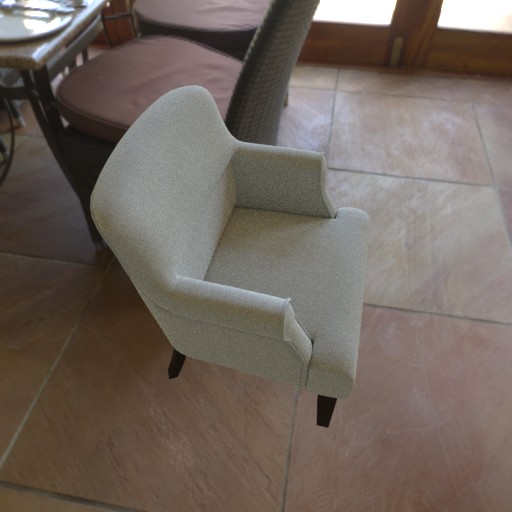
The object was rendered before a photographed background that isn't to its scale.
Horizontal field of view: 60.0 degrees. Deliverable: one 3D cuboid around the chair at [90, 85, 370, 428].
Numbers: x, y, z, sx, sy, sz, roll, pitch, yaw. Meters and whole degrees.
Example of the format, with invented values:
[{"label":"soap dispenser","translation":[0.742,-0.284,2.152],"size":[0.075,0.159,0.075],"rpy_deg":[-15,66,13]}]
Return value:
[{"label":"chair","translation":[0.000,0.000,1.494],"size":[0.750,0.875,0.781],"rpy_deg":[10,48,9]}]
